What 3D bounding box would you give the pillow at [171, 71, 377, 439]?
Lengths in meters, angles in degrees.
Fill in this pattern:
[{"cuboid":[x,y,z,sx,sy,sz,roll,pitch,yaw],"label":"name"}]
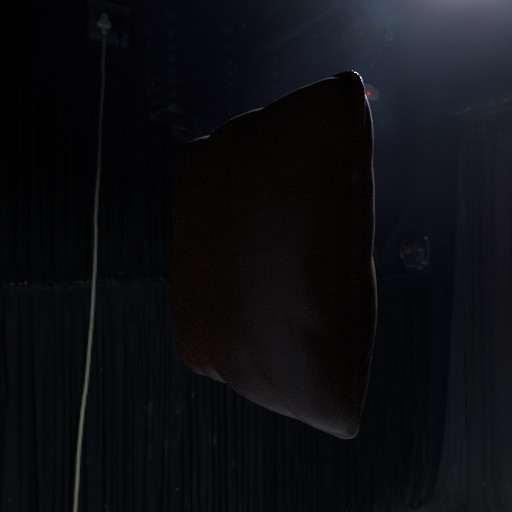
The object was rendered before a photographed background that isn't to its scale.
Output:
[{"cuboid":[0.000,0.000,0.820,0.236,0.523,0.532,0,0,-34],"label":"pillow"}]
